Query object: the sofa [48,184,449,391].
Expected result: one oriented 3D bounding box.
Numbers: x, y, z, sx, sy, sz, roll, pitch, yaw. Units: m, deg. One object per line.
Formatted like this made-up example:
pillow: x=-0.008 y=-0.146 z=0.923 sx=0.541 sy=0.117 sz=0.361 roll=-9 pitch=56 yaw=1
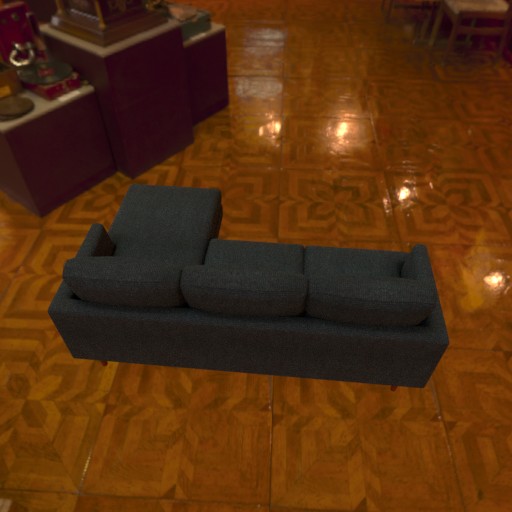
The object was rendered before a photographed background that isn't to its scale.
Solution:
sofa: x=0.000 y=0.000 z=3.084 sx=2.233 sy=0.956 sz=1.504 roll=4 pitch=46 yaw=4
